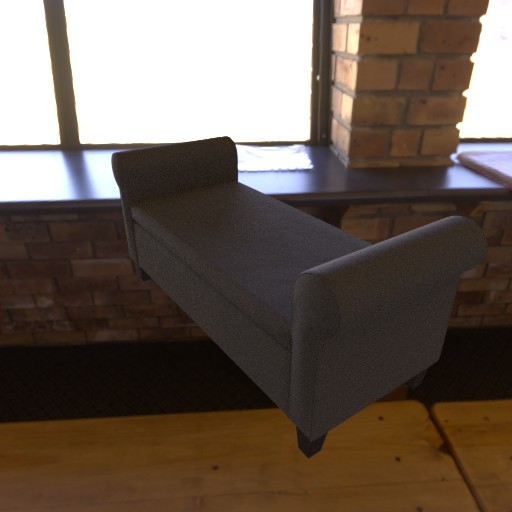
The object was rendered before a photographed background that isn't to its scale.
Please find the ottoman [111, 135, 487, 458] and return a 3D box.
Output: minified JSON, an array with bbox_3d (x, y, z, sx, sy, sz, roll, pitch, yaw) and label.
[{"bbox_3d":[0.000,0.000,1.509,0.521,0.547,1.256,-18,33,-31],"label":"ottoman"}]
